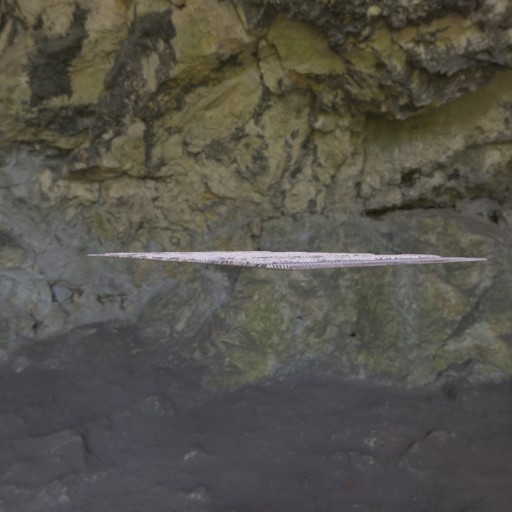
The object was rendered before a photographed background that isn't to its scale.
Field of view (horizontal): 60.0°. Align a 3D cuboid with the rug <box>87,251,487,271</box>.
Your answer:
[{"bbox_3d":[0.000,0.000,2.968,1.513,0.033,2.333,-1,2,-38],"label":"rug"}]
